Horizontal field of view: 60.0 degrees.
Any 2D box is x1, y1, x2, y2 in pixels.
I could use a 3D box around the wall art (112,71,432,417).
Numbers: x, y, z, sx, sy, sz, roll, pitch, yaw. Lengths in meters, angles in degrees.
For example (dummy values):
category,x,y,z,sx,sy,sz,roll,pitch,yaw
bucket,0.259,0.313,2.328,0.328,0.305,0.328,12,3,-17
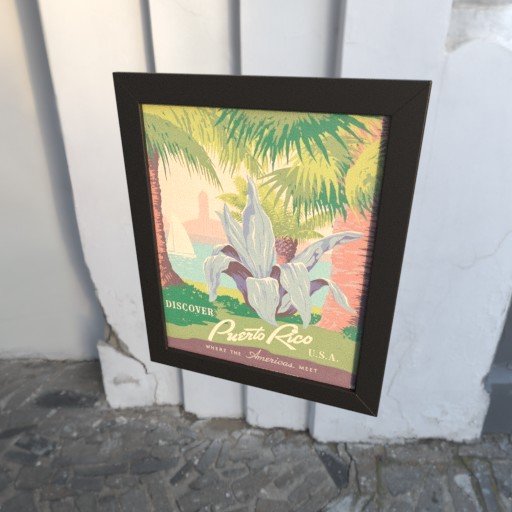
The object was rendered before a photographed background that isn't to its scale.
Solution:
category,x,y,z,sx,sy,sz,roll,pitch,yaw
wall art,0.000,0.000,0.770,0.481,0.582,0.018,9,28,17
